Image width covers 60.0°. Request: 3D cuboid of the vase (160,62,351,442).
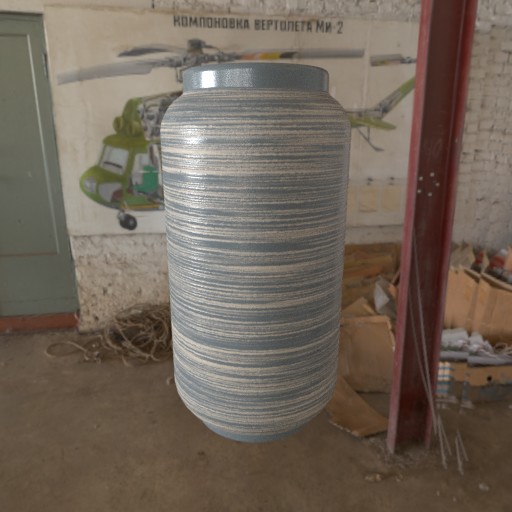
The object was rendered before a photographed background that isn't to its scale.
[{"bbox_3d":[0.000,0.000,0.298,0.116,0.230,0.116,0,16,0],"label":"vase"}]
